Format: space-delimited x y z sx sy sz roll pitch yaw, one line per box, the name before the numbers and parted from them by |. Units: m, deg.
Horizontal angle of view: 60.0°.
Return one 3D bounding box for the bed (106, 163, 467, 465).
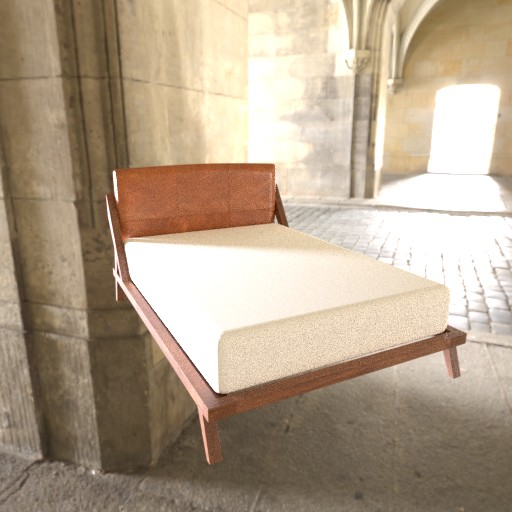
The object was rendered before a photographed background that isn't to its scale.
bed | 0.000 0.000 3.196 1.651 1.168 2.311 -8 18 -26
